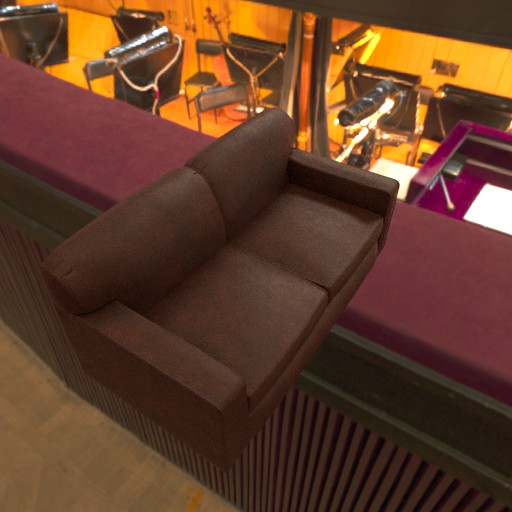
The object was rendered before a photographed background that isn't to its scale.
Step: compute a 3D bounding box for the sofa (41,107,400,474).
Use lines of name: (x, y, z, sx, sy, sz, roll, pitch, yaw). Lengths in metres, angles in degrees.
sofa: (0.000, 0.000, 2.456, 1.000, 0.966, 1.856, 24, 47, 24)
